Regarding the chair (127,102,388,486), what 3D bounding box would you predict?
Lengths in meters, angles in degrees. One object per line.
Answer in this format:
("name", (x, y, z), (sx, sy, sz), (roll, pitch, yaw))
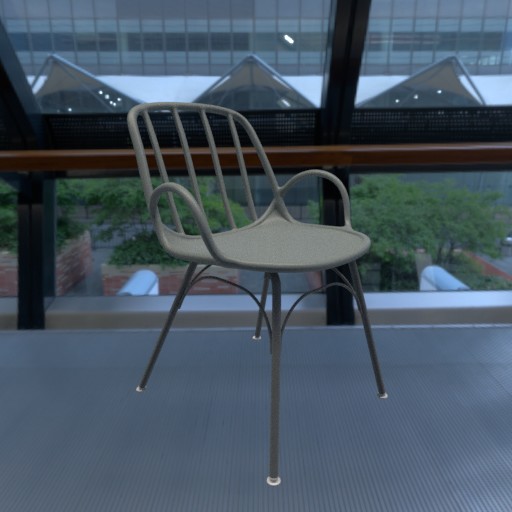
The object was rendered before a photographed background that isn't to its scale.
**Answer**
("chair", (0.000, 0.000, 1.204), (0.597, 0.816, 0.549), (15, 21, 43))
